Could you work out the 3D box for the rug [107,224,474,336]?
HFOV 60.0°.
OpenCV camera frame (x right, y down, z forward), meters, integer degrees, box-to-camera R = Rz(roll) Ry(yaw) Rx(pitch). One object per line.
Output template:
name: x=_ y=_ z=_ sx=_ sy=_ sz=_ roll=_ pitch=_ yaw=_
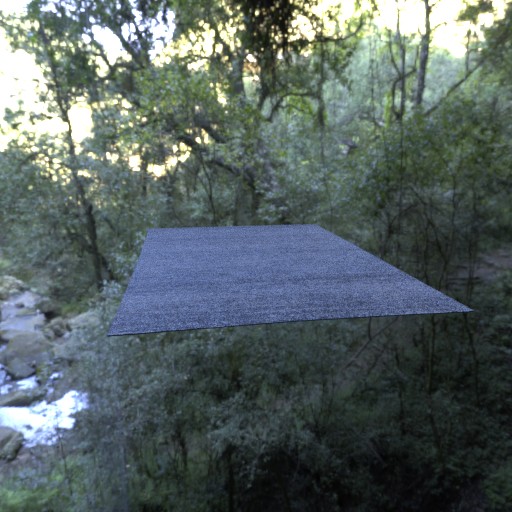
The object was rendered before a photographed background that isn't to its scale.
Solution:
rug: x=0.000 y=0.000 z=2.153 sx=1.135 sy=0.010 sz=1.740 roll=-2 pitch=14 yaw=-9
